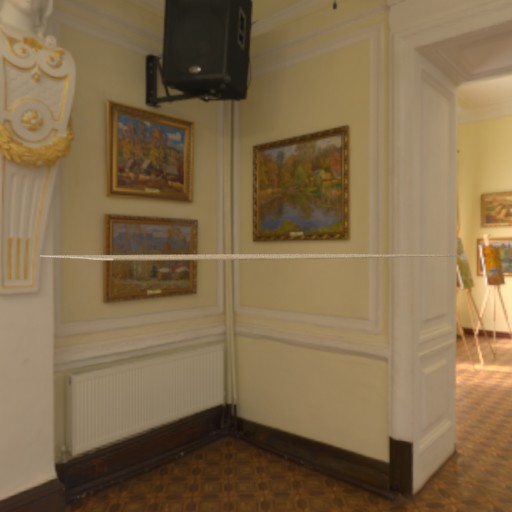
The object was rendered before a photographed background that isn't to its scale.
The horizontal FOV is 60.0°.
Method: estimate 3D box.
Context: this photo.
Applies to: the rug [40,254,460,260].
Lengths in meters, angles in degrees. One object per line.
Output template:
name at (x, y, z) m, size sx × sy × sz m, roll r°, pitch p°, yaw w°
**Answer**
rug at (0.000, 0.000, 3.034) m, size 2.442 × 0.016 × 1.527 m, roll 0°, pitch 1°, yaw -36°
